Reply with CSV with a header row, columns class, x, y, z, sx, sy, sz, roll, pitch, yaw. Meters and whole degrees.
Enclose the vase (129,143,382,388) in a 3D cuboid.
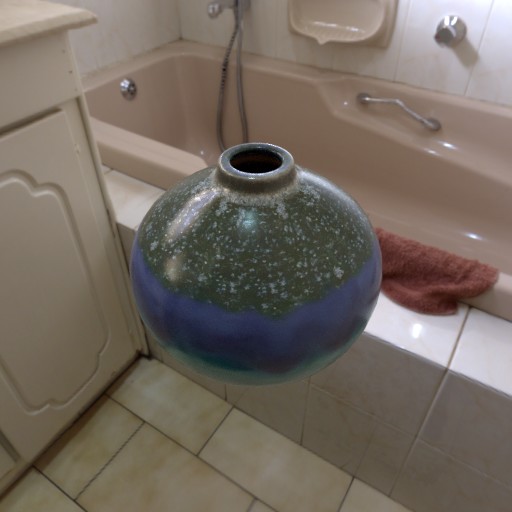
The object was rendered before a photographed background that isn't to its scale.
class,x,y,z,sx,sy,sz,roll,pitch,yaw
vase,0.000,0.000,0.275,0.154,0.133,0.154,0,41,0
